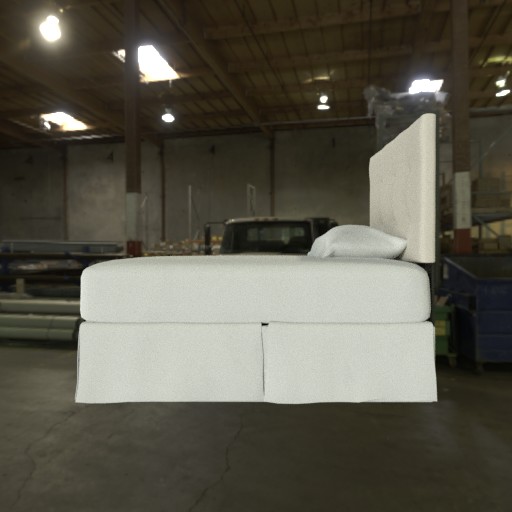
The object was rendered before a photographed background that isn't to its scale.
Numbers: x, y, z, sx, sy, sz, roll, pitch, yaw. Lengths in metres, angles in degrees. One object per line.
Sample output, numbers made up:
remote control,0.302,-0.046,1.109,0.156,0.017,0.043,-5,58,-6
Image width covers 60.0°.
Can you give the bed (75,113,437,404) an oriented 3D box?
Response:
bed,0.000,0.000,2.975,1.997,1.571,1.261,0,1,0
